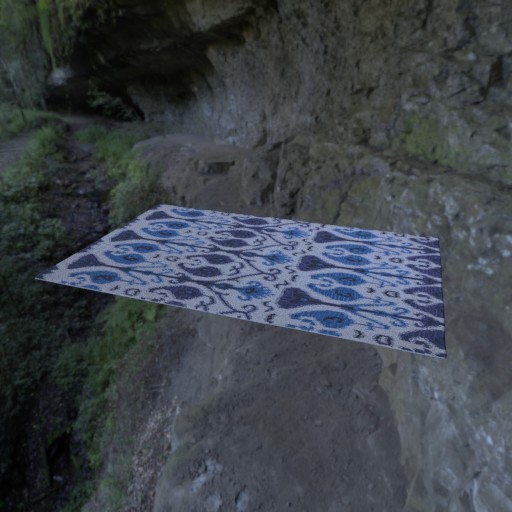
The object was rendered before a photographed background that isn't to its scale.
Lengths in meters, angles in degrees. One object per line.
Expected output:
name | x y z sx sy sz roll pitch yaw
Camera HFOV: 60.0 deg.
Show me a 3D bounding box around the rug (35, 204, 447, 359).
rug | 0.000 0.000 2.155 1.698 0.013 1.072 8 26 17
